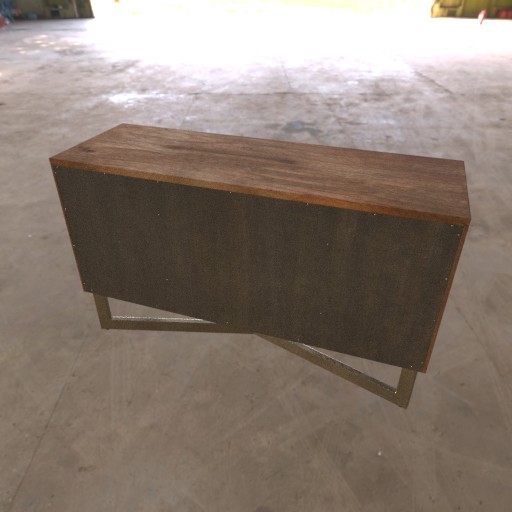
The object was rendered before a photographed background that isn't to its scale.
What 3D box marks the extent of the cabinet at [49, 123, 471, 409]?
[{"bbox_3d":[0.000,0.000,1.771,1.373,0.812,0.480,11,34,16],"label":"cabinet"}]
